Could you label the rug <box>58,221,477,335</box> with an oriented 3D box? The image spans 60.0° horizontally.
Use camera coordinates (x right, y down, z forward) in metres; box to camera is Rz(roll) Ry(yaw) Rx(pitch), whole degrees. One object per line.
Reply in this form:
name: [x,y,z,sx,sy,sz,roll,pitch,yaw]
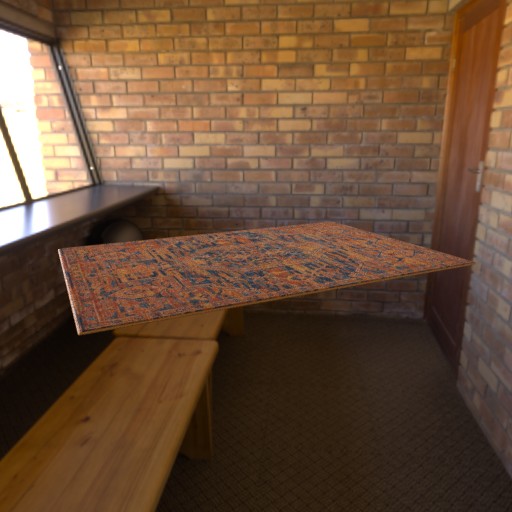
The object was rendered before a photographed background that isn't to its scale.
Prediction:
rug: [0.000,0.000,2.209,1.758,0.013,1.148,-7,17,-25]
